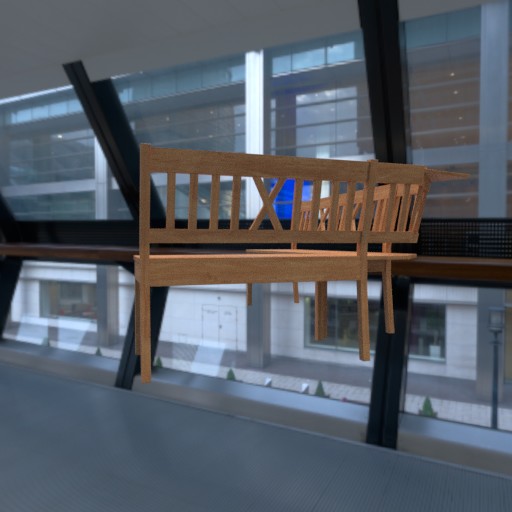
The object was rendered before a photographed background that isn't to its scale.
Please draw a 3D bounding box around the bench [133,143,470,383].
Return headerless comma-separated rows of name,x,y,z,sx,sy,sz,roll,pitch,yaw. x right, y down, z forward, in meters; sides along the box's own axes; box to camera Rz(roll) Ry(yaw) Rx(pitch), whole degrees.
bench,0.000,0.000,2.791,1.537,0.902,1.937,-1,2,-19
